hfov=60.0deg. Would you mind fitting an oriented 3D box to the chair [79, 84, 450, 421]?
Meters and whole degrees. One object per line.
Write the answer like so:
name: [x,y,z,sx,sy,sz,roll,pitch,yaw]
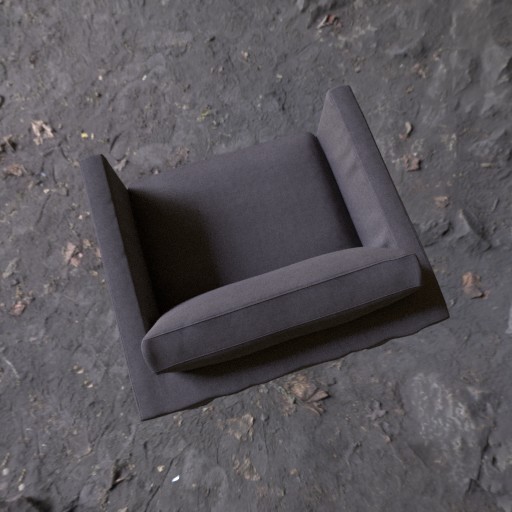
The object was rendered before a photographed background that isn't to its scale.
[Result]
chair: [0.000,0.000,1.733,1.057,0.863,0.949,-17,74,-5]
